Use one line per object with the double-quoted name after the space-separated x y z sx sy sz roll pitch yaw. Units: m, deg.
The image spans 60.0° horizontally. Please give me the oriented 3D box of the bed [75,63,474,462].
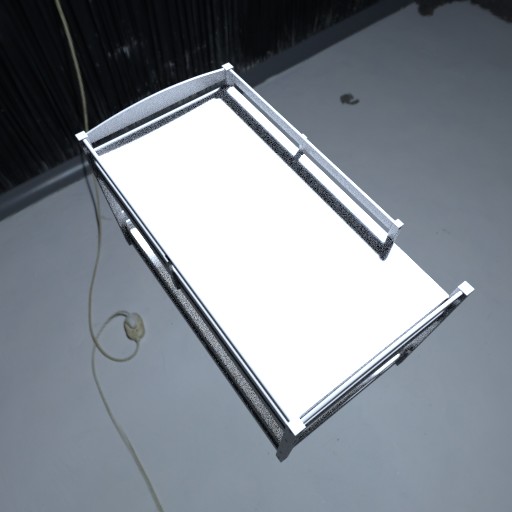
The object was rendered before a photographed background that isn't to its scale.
0.000 0.000 2.792 1.105 1.206 2.013 -33 65 -17 "bed"
